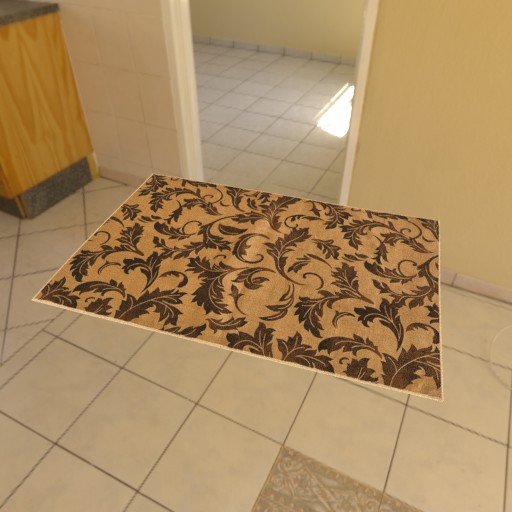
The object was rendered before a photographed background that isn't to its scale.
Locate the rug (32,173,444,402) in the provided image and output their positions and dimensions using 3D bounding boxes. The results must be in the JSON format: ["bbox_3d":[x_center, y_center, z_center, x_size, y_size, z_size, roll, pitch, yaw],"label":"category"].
[{"bbox_3d":[0.000,0.000,2.868,2.284,0.008,1.522,11,42,13],"label":"rug"}]
